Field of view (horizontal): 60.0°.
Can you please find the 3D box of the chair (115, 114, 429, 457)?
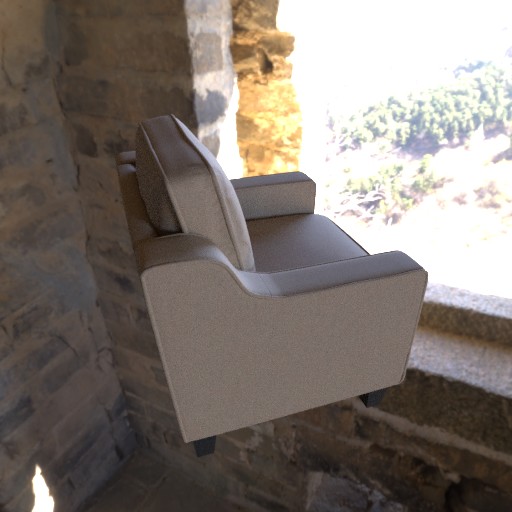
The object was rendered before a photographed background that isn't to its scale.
[{"bbox_3d":[0.000,0.000,1.653,0.882,0.948,0.922,-10,32,-16],"label":"chair"}]
